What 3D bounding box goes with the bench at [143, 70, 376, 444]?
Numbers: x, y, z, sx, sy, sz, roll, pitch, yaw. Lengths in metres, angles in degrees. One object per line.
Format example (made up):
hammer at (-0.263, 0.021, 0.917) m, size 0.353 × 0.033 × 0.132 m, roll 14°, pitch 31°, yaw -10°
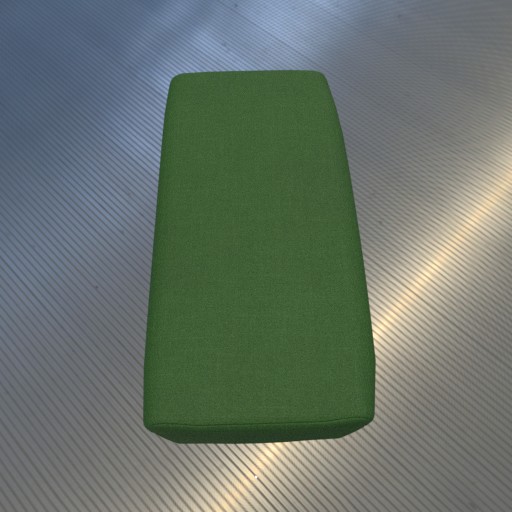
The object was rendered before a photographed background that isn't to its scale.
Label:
bench at (0.000, 0.000, 1.279) m, size 0.505 × 0.501 × 0.989 m, roll -2°, pitch 64°, yaw -1°
